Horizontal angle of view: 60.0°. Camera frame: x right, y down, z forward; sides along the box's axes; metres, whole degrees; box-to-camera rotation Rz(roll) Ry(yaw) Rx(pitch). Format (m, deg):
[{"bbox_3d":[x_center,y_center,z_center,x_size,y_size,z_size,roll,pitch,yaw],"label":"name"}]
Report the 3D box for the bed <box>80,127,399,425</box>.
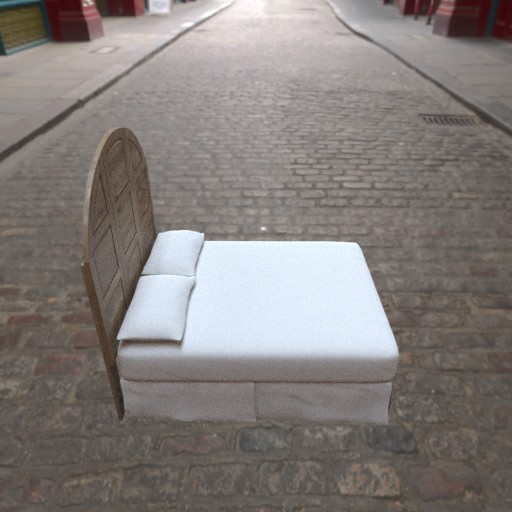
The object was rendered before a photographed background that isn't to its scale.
[{"bbox_3d":[0.000,0.000,3.580,2.112,2.002,1.713,0,32,0],"label":"bed"}]
